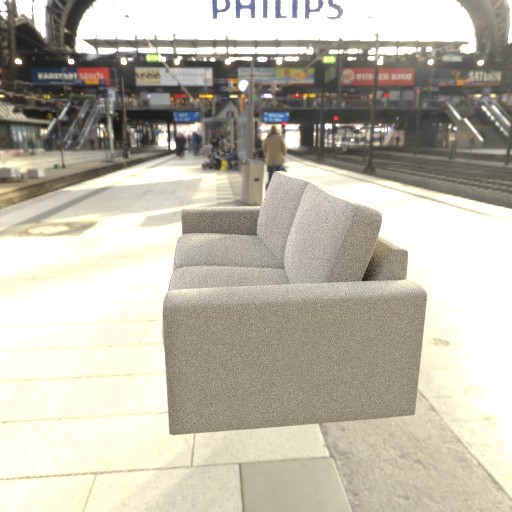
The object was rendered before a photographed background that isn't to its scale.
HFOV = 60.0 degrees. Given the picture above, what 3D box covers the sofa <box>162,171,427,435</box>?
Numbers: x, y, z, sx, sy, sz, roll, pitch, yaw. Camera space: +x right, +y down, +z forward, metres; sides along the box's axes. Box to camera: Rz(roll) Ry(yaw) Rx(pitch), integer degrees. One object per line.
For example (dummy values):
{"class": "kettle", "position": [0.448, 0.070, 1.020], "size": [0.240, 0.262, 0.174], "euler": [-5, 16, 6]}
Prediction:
{"class": "sofa", "position": [0.000, 0.000, 2.654], "size": [1.016, 0.873, 2.179], "euler": [-2, 15, -7]}
